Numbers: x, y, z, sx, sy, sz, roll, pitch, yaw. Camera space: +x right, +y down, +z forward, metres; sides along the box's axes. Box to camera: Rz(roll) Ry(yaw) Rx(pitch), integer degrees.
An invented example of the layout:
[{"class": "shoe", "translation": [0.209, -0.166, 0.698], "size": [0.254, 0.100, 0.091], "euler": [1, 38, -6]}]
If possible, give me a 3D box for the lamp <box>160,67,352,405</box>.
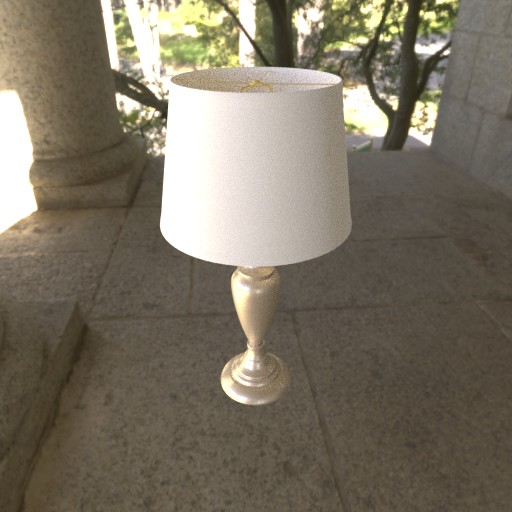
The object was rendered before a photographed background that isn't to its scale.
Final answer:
[{"class": "lamp", "translation": [0.000, 0.000, 0.812], "size": [0.328, 0.612, 0.328], "euler": [0, 30, 0]}]
